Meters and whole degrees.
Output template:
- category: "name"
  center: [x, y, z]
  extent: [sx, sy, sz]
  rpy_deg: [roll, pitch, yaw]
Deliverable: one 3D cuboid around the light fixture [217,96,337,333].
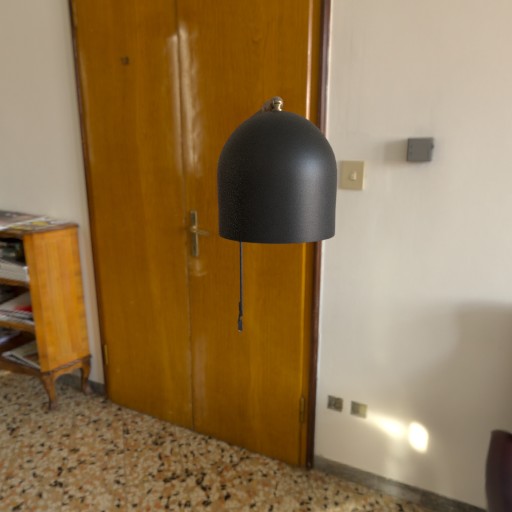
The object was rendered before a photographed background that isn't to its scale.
- category: "light fixture"
  center: [0.000, 0.000, 1.088]
  extent: [0.215, 0.696, 0.720]
  rpy_deg: [-2, 14, -8]
